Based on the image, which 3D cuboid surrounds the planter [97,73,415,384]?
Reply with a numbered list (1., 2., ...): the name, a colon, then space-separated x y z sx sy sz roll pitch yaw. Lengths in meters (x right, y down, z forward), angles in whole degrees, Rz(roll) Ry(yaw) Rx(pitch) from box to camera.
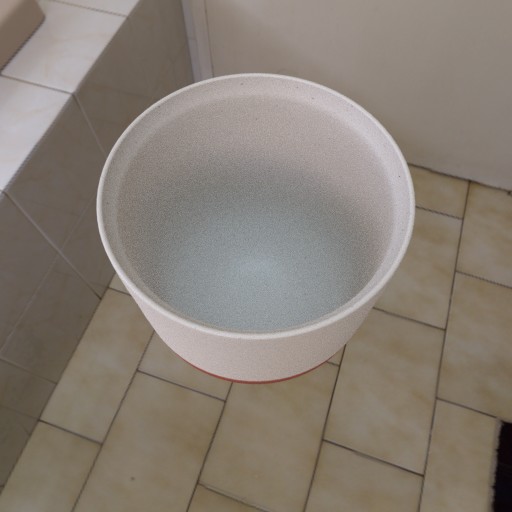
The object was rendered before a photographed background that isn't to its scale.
1. planter: 0.000 0.000 0.493 0.268 0.270 0.268 0 64 0
